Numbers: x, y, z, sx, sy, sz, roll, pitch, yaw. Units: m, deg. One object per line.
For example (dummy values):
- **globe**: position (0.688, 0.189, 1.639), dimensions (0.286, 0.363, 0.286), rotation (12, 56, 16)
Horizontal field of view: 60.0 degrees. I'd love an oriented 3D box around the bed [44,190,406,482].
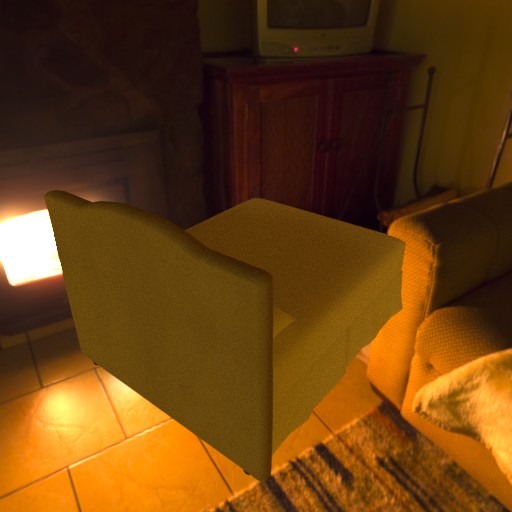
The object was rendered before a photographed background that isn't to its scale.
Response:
- **bed**: position (0.000, 0.000, 3.298), dimensions (1.744, 1.441, 2.128), rotation (21, 35, 32)
